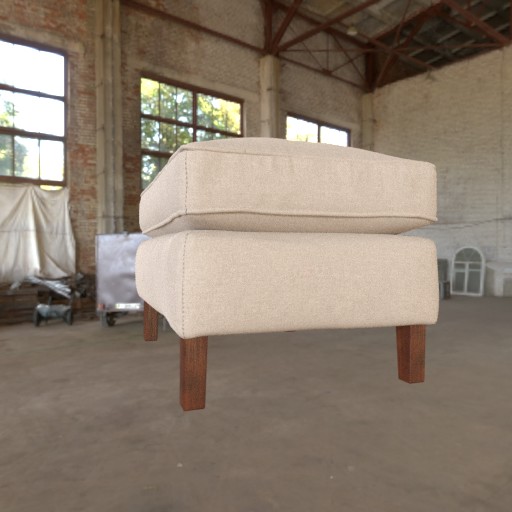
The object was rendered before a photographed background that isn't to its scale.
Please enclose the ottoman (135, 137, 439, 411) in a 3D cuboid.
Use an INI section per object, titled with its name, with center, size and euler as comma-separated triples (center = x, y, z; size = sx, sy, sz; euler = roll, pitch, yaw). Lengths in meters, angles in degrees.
[ottoman]
center = 0.000, 0.000, 1.008
size = 0.501, 0.456, 0.665
euler = 0, 0, -20
